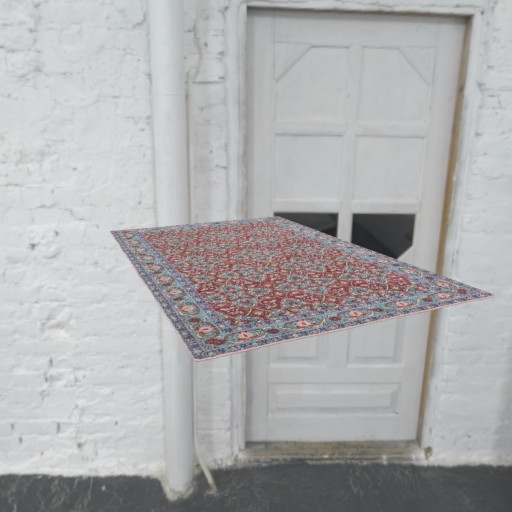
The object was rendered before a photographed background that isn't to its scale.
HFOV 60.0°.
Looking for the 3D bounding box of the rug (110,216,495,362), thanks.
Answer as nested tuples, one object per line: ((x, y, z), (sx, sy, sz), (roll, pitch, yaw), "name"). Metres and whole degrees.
((0.000, 0.000, 2.281), (1.219, 0.009, 1.829), (-7, 17, -24), "rug")
